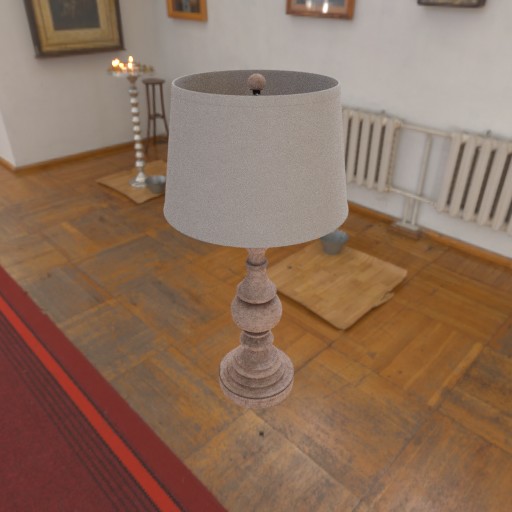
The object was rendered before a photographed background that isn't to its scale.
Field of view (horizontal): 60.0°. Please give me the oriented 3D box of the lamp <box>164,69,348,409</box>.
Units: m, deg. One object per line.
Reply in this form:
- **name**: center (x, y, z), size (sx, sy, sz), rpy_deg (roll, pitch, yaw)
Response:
- **lamp**: center (0.000, 0.000, 0.884), size (0.340, 0.678, 0.340), rpy_deg (0, 30, 0)
